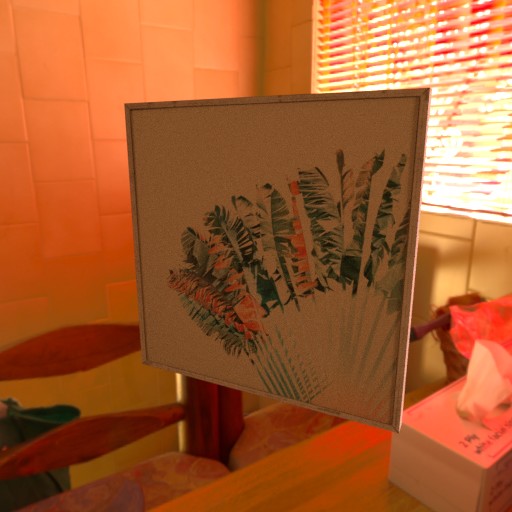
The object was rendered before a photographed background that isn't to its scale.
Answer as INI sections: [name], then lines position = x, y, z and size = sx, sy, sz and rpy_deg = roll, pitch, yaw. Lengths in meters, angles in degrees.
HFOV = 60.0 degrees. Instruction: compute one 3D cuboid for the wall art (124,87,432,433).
[wall art]
position = 0.000, 0.000, 1.119
size = 0.760, 0.757, 0.038
rpy_deg = 7, 16, 26
